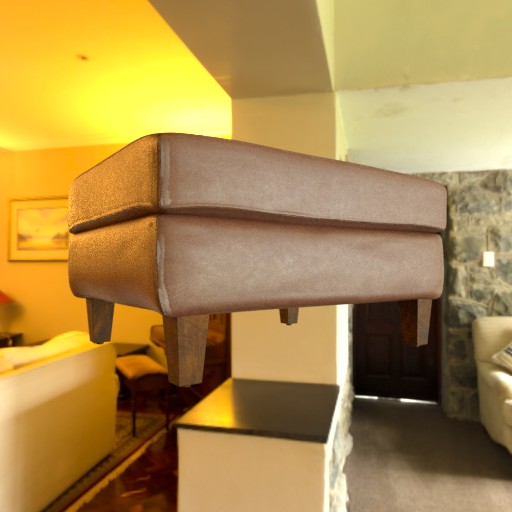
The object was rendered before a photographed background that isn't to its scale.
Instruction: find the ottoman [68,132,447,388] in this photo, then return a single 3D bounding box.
[{"bbox_3d":[0.000,0.000,1.203,0.851,0.485,0.650,1,-2,-35],"label":"ottoman"}]
